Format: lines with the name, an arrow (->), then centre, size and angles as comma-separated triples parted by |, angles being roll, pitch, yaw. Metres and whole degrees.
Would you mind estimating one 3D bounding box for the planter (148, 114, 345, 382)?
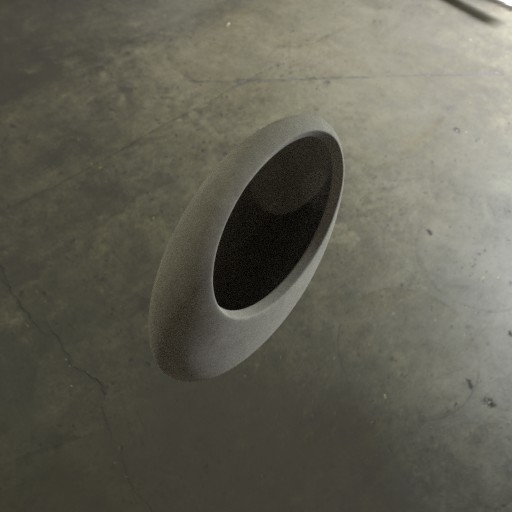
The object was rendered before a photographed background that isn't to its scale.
planter -> 0.000, 0.000, 0.291 | 0.071, 0.188, 0.185 | 31, 62, 19
